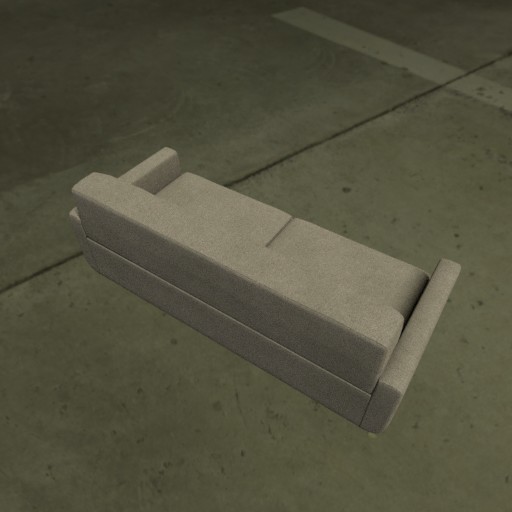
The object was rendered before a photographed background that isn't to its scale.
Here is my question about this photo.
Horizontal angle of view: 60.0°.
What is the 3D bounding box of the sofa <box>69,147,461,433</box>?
[{"bbox_3d":[0.000,0.000,2.551,2.029,0.841,0.909,25,51,23],"label":"sofa"}]
